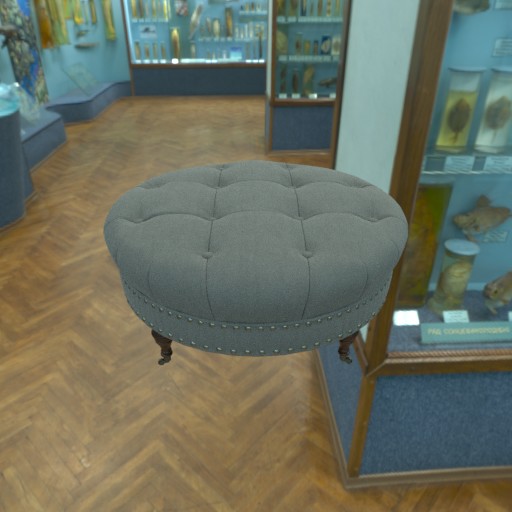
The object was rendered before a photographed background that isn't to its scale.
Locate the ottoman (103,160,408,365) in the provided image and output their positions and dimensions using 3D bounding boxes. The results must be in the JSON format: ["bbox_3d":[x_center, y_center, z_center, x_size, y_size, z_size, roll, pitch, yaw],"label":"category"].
[{"bbox_3d":[0.000,0.000,1.439,0.901,0.439,0.901,0,30,0],"label":"ottoman"}]
